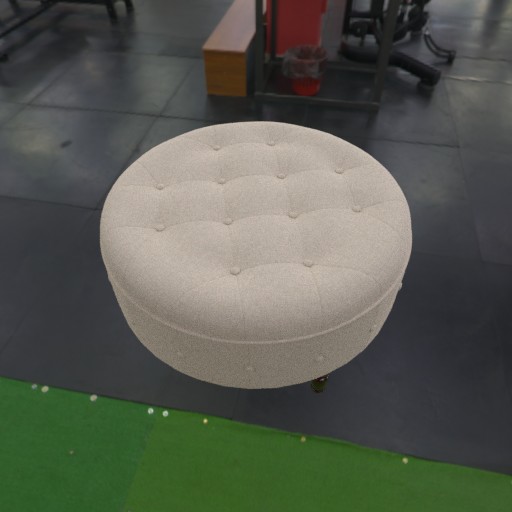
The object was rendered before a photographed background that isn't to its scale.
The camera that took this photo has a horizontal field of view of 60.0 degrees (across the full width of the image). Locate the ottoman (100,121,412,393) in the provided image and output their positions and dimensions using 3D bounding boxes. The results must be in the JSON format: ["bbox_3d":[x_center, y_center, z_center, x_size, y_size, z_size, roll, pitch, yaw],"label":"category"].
[{"bbox_3d":[0.000,0.000,1.361,0.848,0.494,0.848,0,46,0],"label":"ottoman"}]
